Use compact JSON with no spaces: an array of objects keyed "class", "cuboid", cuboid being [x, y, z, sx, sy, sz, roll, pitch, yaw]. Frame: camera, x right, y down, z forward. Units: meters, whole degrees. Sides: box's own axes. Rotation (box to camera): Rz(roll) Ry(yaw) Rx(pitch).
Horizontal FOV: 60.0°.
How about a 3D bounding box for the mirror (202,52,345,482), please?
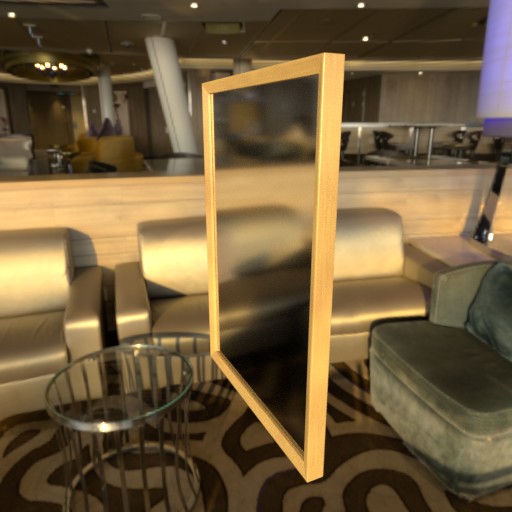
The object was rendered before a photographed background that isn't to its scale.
[{"class":"mirror","cuboid":[0.000,0.000,0.924,0.039,0.710,0.507,-8,18,-24]}]
